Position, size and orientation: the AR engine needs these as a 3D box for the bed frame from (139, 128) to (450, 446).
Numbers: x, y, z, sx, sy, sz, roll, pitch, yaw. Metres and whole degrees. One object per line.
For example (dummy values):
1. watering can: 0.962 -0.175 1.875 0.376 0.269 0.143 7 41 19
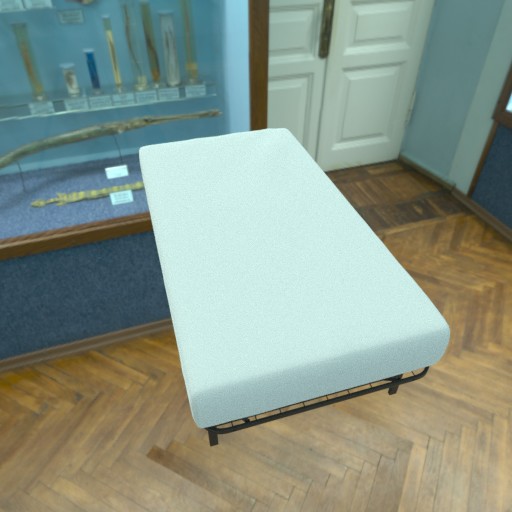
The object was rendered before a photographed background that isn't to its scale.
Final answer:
1. bed frame: 0.000 0.000 2.425 1.025 0.640 1.908 -11 42 -13
